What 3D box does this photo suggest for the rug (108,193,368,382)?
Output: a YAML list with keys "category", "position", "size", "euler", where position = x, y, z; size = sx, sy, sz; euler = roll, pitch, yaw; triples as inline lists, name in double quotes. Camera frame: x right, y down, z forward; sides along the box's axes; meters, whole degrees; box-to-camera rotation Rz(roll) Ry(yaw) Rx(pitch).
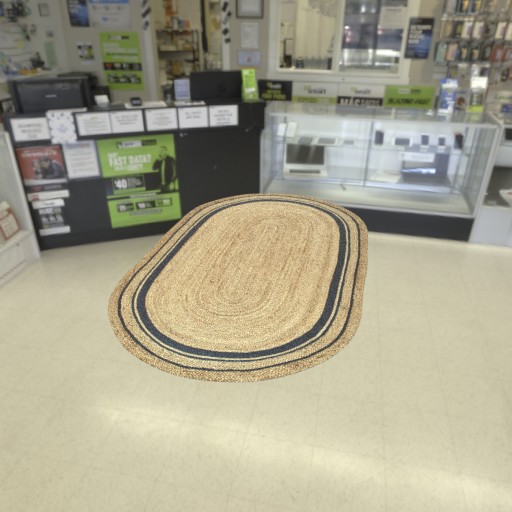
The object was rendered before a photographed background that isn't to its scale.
- category: "rug"
  position: [0.000, 0.000, 3.102]
  size: [1.520, 0.006, 2.432]
  euler: [7, 30, 13]
